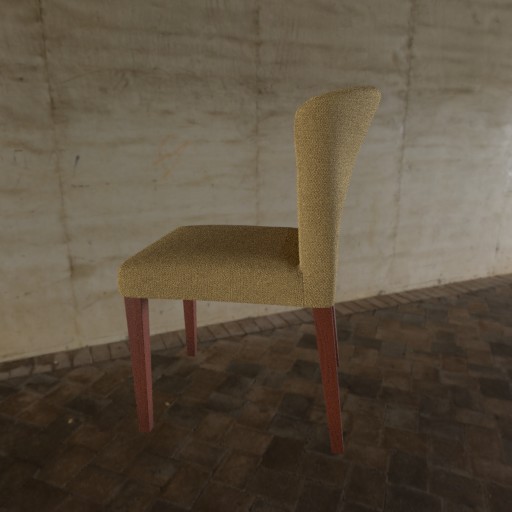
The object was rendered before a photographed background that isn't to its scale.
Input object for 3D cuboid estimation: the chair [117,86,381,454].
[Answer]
[{"bbox_3d":[0.000,0.000,1.189,0.589,0.839,0.491,2,16,8],"label":"chair"}]
